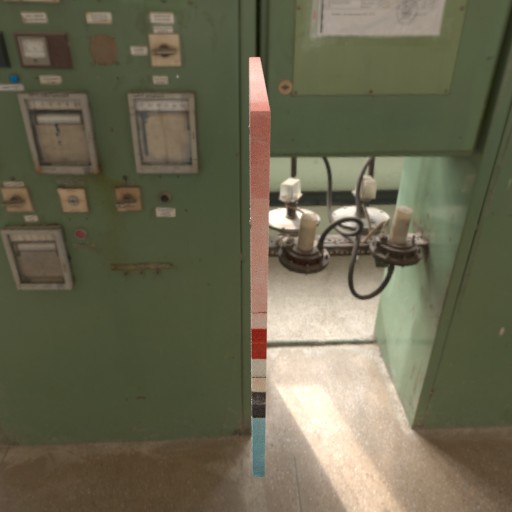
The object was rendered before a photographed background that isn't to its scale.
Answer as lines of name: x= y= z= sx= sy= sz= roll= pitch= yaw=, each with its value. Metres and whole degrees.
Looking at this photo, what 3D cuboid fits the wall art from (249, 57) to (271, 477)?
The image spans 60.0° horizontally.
wall art: x=0.000 y=0.000 z=1.336 sx=0.039 sy=1.016 sz=0.761 roll=0 pitch=30 yaw=-1
